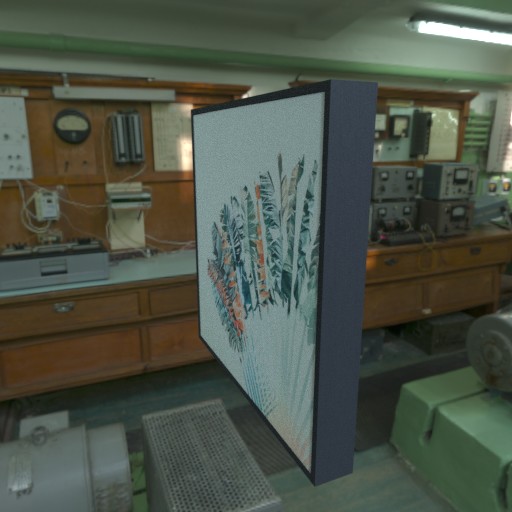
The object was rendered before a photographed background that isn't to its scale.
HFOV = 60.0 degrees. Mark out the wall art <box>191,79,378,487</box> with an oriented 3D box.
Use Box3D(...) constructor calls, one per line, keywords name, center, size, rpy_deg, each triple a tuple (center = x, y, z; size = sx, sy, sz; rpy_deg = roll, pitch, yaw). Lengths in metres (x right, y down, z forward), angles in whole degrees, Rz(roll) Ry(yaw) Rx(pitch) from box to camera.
Box3D(name="wall art", center=(0.000, 0.000, 0.451), size=(0.036, 0.300, 0.302), rpy_deg=(-7, 16, -24))
